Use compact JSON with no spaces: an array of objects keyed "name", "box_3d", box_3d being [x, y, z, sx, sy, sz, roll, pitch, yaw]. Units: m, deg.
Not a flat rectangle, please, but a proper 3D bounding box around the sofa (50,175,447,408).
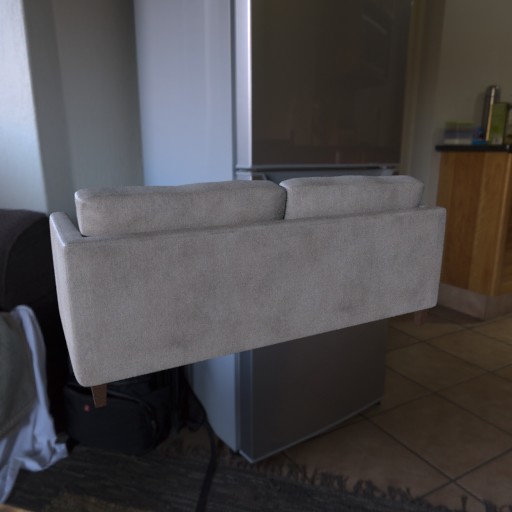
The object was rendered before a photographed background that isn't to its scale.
[{"name":"sofa","box_3d":[0.000,0.000,2.691,2.208,0.965,0.951,-7,16,-27]}]
